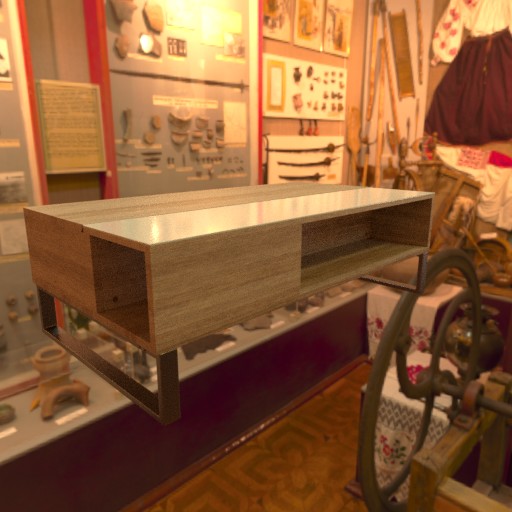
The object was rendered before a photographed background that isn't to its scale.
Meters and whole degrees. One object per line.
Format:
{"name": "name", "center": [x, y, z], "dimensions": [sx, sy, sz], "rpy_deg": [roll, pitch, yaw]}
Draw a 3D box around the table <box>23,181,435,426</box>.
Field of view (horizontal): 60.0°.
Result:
{"name": "table", "center": [0.000, 0.000, 1.358], "dimensions": [0.600, 0.350, 1.100], "rpy_deg": [14, 20, 43]}
